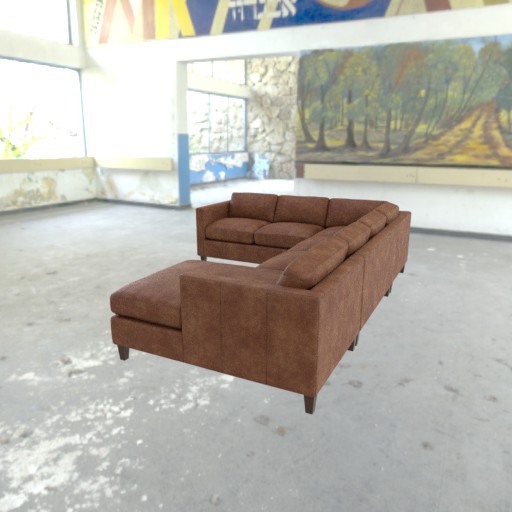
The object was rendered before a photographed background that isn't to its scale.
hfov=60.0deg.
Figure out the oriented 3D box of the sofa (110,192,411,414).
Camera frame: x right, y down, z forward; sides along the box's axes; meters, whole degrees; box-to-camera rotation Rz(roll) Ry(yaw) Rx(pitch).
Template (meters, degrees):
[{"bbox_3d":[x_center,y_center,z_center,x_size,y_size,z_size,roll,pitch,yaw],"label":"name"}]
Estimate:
[{"bbox_3d":[0.000,0.000,4.418,2.452,0.888,3.324,7,16,26],"label":"sofa"}]
